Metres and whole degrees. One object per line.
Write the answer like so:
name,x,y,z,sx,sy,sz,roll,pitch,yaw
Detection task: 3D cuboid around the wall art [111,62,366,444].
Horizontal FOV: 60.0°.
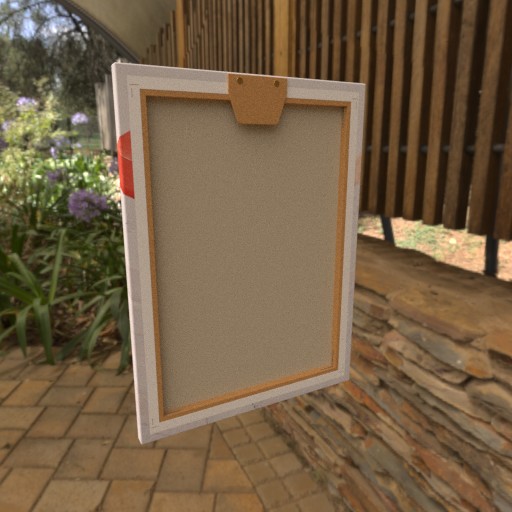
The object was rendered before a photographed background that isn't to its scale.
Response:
wall art,0.000,0.000,1.329,0.759,1.014,0.045,-7,16,-28
